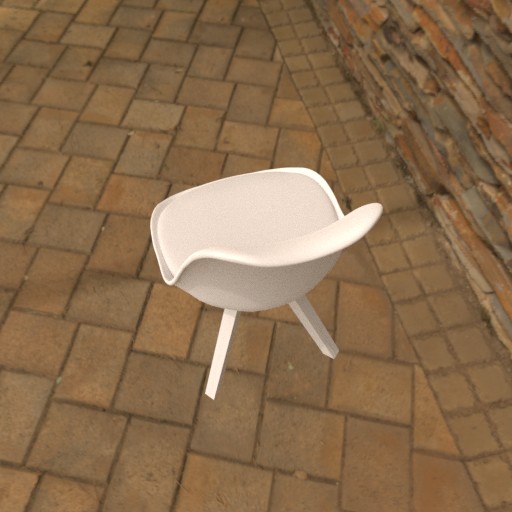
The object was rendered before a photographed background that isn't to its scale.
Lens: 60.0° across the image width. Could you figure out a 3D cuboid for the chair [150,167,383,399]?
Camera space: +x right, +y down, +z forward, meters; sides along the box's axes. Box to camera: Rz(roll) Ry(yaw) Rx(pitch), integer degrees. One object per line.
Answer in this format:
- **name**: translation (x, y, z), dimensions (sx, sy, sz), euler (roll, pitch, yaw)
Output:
- **chair**: translation (0.000, 0.000, 1.150), dimensions (0.485, 0.850, 0.550), euler (-16, 59, -10)
